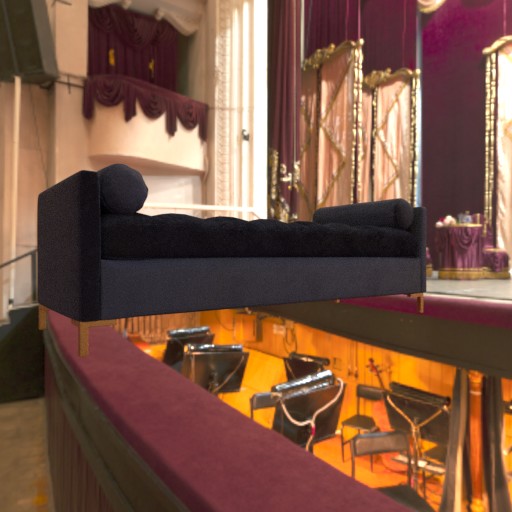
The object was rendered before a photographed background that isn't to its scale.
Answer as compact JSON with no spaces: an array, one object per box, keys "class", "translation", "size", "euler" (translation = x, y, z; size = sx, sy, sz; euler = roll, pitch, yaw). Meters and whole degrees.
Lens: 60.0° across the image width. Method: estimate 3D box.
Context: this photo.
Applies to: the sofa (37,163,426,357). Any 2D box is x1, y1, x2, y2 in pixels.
[{"class":"sofa","translation":[0.000,0.000,2.454],"size":[2.102,0.705,0.796],"euler":[0,0,-36]}]
